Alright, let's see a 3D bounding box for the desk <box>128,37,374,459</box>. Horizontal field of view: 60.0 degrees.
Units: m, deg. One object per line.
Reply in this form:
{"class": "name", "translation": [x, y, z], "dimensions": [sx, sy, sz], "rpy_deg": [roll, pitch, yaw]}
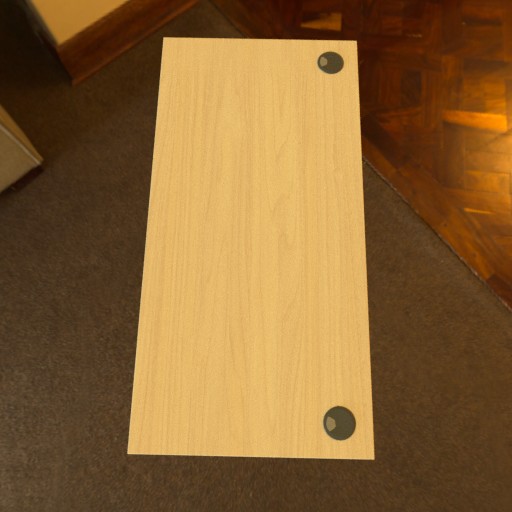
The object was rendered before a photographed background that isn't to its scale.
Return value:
{"class": "desk", "translation": [0.000, 0.000, 1.587], "dimensions": [0.600, 0.750, 1.200], "rpy_deg": [1, 75, 0]}
